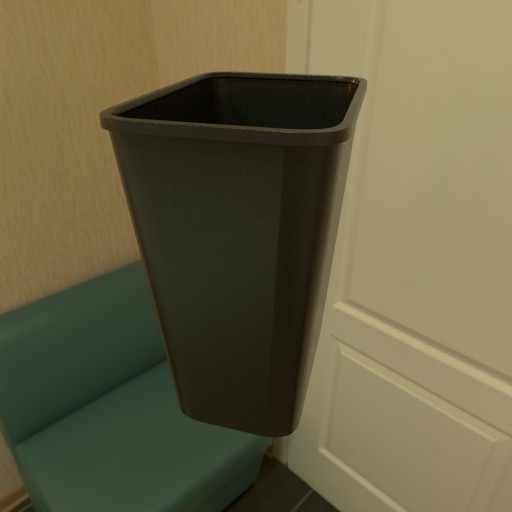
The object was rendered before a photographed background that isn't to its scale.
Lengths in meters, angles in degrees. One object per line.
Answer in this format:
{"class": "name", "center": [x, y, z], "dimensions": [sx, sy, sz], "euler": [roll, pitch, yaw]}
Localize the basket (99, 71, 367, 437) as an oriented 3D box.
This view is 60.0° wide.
{"class": "basket", "center": [0.000, 0.000, 0.742], "dimensions": [0.287, 0.521, 0.394], "euler": [8, 31, 13]}
